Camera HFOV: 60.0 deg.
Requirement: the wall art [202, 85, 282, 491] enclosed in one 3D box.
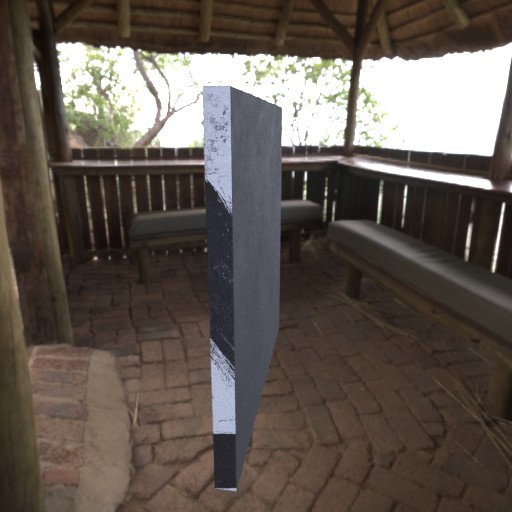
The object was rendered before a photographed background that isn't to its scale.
[{"bbox_3d":[0.000,0.000,1.150,0.046,0.765,0.765,3,16,9],"label":"wall art"}]
